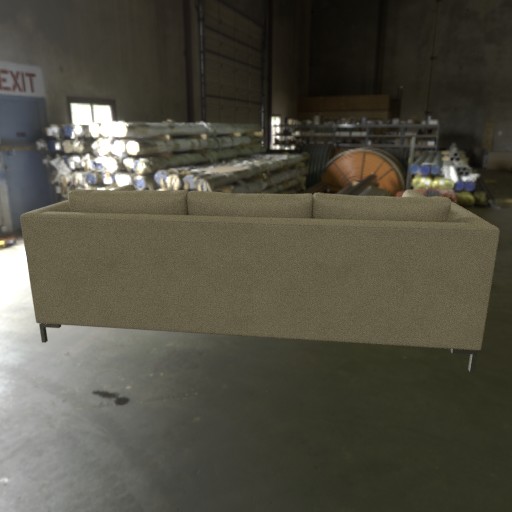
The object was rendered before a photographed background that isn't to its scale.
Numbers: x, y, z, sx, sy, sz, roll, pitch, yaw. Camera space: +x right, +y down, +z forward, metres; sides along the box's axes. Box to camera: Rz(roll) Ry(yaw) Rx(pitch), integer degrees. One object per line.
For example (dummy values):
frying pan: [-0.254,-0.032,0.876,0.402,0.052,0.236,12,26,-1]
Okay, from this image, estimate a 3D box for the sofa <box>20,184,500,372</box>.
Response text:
sofa: [0.000,0.000,2.747,2.415,0.867,0.969,2,16,7]
